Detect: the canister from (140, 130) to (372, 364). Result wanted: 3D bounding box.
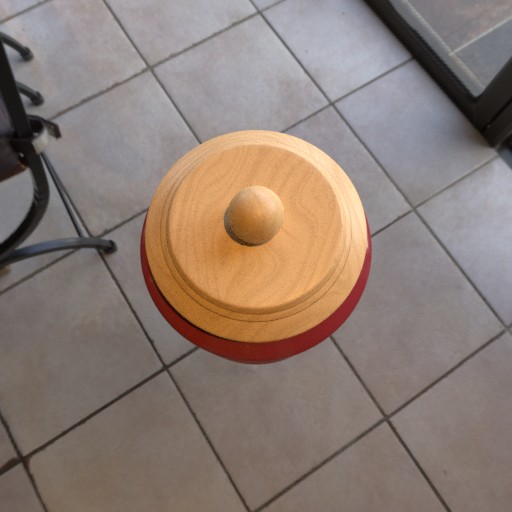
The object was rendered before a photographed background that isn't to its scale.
[{"bbox_3d":[0.000,0.000,0.277,0.130,0.176,0.130,0,75,0],"label":"canister"}]
